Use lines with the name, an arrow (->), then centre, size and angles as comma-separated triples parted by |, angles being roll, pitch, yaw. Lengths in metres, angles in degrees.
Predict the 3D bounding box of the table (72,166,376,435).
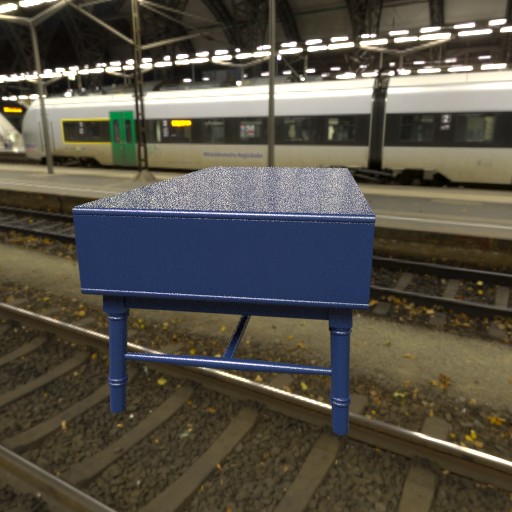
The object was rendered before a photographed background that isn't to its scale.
table -> 0.000, 0.000, 1.354 | 0.572, 0.457, 1.067 | 2, 16, 8
